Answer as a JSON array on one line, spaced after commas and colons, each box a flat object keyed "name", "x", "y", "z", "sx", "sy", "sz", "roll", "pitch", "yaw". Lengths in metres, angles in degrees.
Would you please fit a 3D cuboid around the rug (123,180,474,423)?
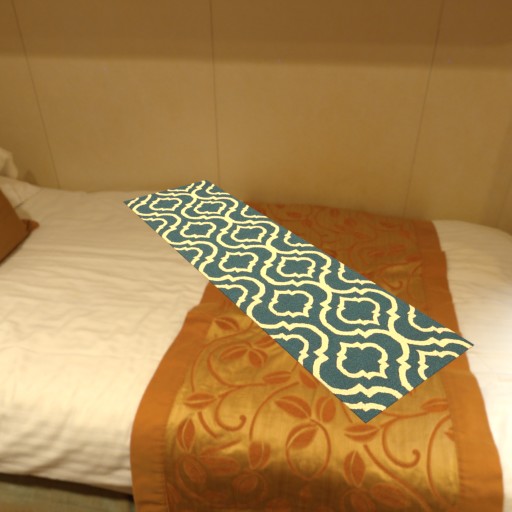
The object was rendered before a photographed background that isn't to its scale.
[{"name": "rug", "x": 0.000, "y": 0.000, "z": 2.549, "sx": 0.685, "sy": 0.006, "sz": 2.296, "roll": -21, "pitch": 38, "yaw": -30}]
